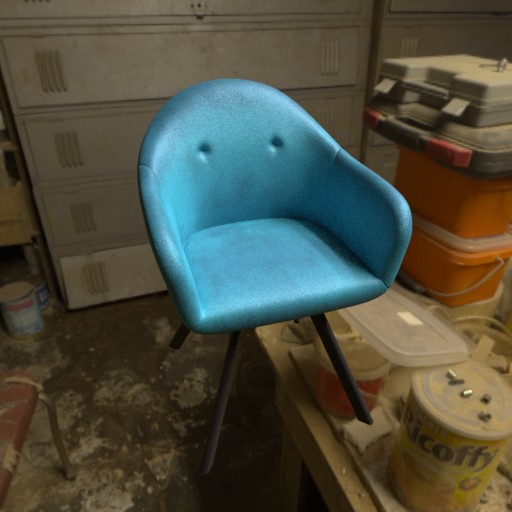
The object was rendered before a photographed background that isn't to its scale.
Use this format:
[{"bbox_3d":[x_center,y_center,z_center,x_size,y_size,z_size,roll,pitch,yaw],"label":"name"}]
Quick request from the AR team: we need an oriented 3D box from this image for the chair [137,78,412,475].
[{"bbox_3d":[0.000,0.000,1.130,0.540,0.780,0.570,-9,31,-16],"label":"chair"}]
